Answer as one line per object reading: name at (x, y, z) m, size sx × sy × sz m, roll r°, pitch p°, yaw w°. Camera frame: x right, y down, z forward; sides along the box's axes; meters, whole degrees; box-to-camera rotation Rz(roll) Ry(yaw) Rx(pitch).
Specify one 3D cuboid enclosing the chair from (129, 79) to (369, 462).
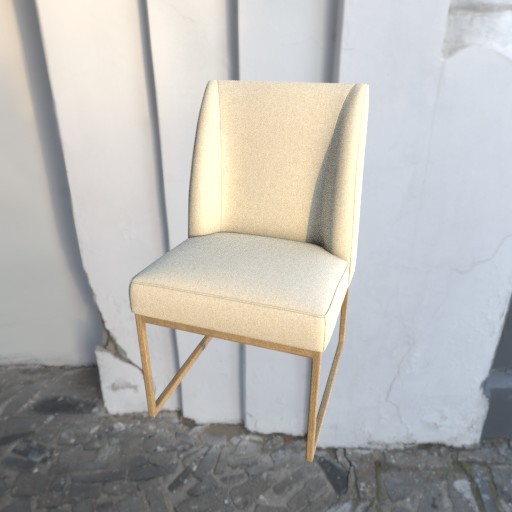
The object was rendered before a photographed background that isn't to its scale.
chair at (0.000, 0.000, 1.219) m, size 0.508 × 0.863 × 0.522 m, roll 9°, pitch 27°, yaw 17°
